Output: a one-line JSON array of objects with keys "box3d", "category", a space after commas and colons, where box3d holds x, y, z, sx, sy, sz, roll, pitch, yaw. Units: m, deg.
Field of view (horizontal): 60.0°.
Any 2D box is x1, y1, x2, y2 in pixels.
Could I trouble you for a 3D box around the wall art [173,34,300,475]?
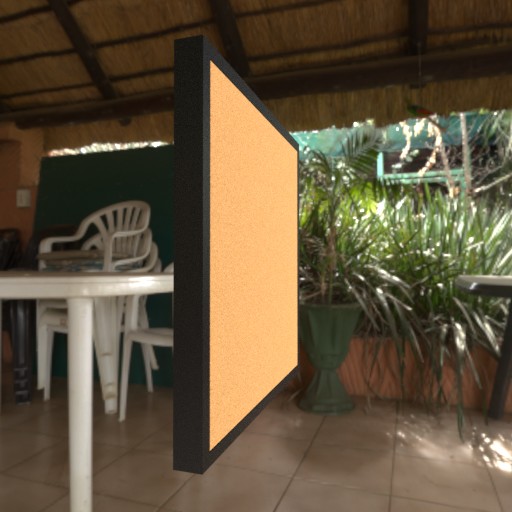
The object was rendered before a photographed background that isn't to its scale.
[{"box3d": [0.000, 0.000, 0.755, 0.038, 0.506, 0.506, 0, -1, 18], "category": "wall art"}]
